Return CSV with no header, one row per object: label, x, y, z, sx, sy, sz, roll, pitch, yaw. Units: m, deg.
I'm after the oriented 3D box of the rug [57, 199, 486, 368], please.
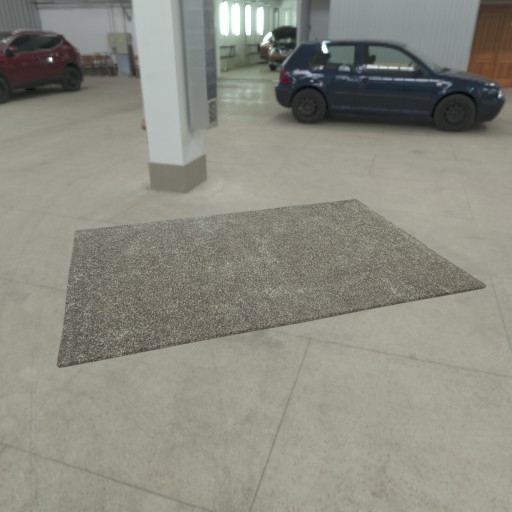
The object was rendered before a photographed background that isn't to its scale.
rug,0.000,0.000,3.397,2.699,0.026,1.802,-8,28,-15
